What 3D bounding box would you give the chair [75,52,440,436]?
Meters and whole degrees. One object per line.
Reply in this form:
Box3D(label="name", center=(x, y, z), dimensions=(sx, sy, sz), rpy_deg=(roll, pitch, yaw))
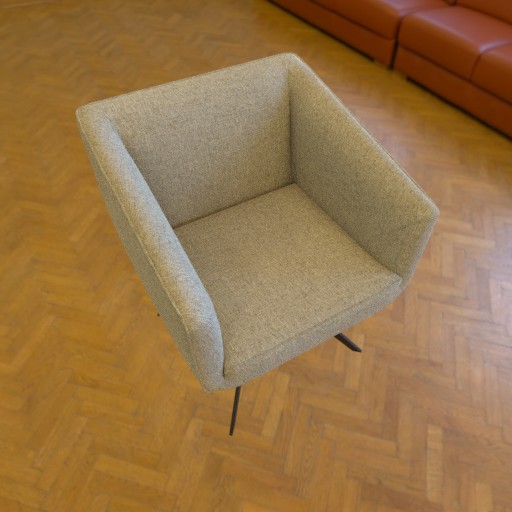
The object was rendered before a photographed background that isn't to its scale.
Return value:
Box3D(label="chair", center=(0.000, 0.000, 1.216), dimensions=(0.628, 0.760, 0.623), rpy_deg=(-24, 52, -20))
